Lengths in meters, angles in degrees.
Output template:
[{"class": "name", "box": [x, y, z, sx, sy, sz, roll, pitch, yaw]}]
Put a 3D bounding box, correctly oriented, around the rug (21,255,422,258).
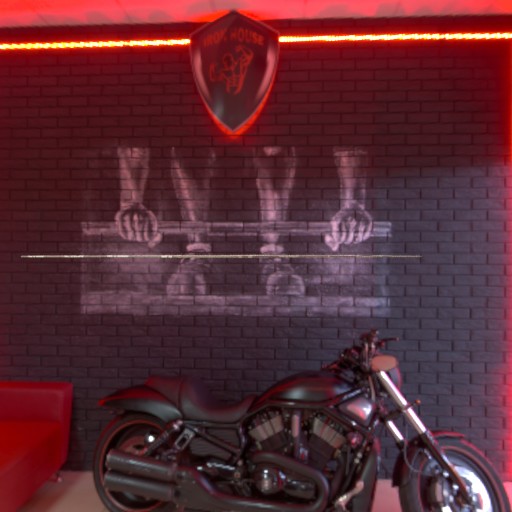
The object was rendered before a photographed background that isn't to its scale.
[{"class": "rug", "box": [0.000, 0.000, 2.192, 1.142, 0.010, 1.748, 0, 0, 36]}]
